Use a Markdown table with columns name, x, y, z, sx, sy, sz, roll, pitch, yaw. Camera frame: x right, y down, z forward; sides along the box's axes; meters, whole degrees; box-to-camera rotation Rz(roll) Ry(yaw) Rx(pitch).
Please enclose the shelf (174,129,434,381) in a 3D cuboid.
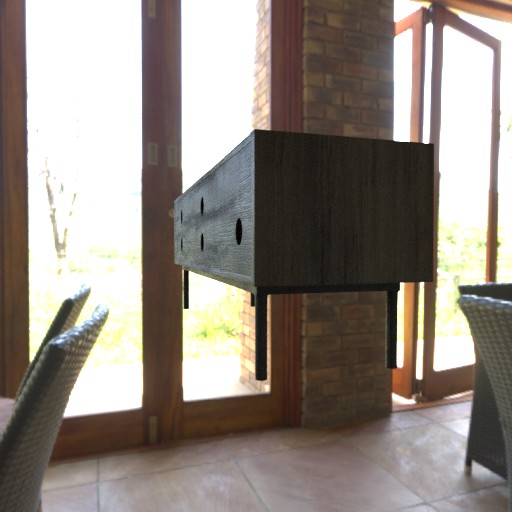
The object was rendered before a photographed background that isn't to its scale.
| name | x | y | z | sx | sy | sz | roll | pitch | yaw |
| --- | --- | --- | --- | --- | --- | --- | --- | --- | --- |
| shelf | 0.000 | 0.000 | 1.502 | 0.400 | 0.495 | 1.300 | 0 | 1 | -17 |
